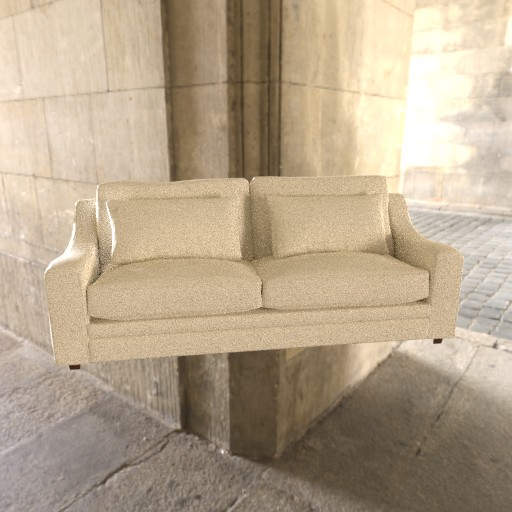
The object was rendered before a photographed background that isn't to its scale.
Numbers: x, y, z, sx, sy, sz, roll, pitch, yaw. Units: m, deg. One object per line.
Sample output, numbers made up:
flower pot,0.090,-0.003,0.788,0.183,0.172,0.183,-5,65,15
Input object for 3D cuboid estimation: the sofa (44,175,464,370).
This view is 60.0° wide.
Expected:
sofa,0.000,0.000,3.019,2.470,1.022,1.009,-2,16,-8
